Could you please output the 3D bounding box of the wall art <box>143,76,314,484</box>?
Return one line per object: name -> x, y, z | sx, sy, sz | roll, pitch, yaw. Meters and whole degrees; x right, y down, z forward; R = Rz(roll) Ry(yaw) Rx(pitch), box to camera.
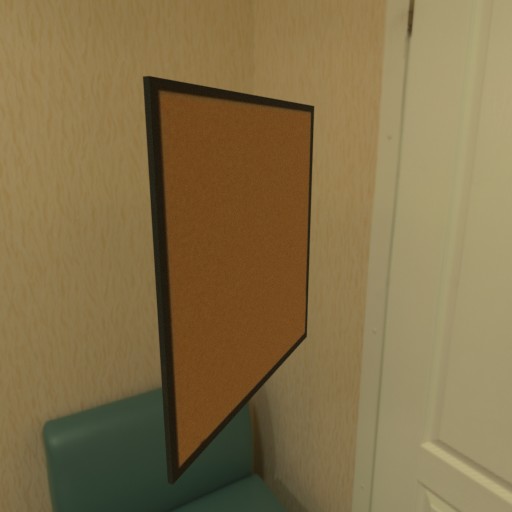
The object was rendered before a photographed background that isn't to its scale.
wall art -> 0.000, 0.000, 1.208 | 0.013, 0.823, 0.823 | 7, 17, 26
